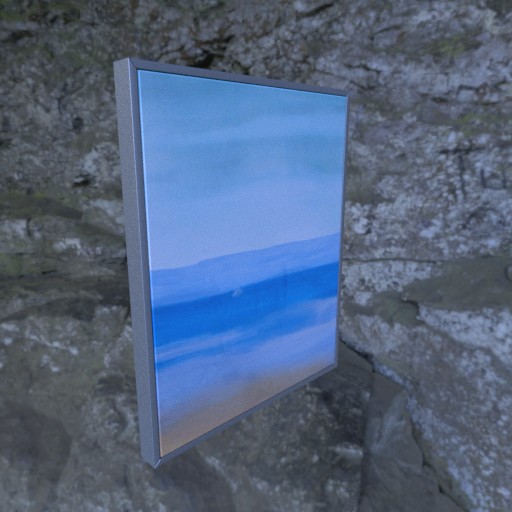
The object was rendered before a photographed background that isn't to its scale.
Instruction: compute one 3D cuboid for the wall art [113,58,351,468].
[{"bbox_3d":[0.000,0.000,0.740,0.445,0.553,0.039,-13,19,-42],"label":"wall art"}]
